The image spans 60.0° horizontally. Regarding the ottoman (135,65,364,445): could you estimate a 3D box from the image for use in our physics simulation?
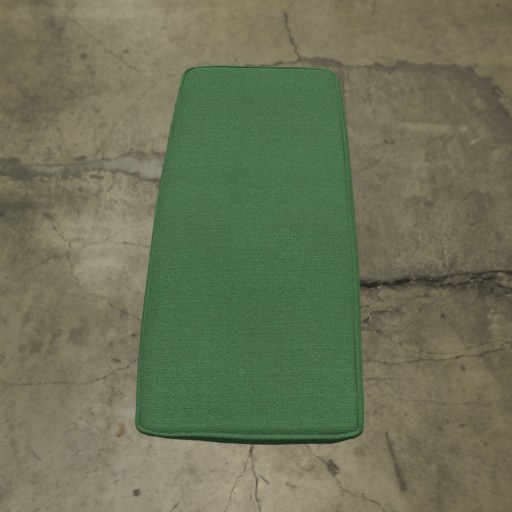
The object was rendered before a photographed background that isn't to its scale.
[{"bbox_3d":[0.000,0.000,1.212,0.483,0.471,0.957,2,65,1],"label":"ottoman"}]
